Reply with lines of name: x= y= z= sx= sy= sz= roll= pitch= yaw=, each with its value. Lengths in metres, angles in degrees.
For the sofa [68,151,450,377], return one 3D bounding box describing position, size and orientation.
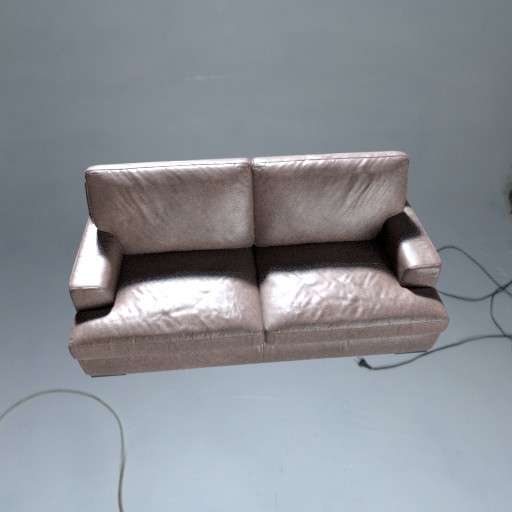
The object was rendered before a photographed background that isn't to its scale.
sofa: x=0.000 y=0.000 z=2.829 sx=2.261 sy=0.941 sz=1.143 roll=-4 pitch=46 yaw=-3
